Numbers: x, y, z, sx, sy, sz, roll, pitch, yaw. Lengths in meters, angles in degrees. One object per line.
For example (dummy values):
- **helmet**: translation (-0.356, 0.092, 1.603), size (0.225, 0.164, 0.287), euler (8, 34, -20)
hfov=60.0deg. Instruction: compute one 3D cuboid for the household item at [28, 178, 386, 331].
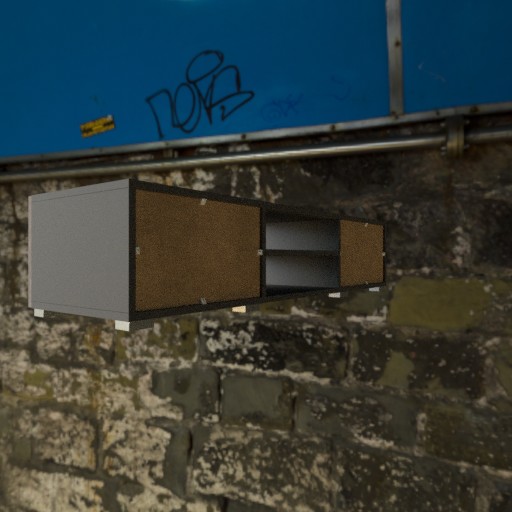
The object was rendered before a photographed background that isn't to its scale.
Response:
- **household item**: translation (0.000, 0.000, 1.578), size (0.420, 0.310, 1.400), euler (0, 0, 37)
